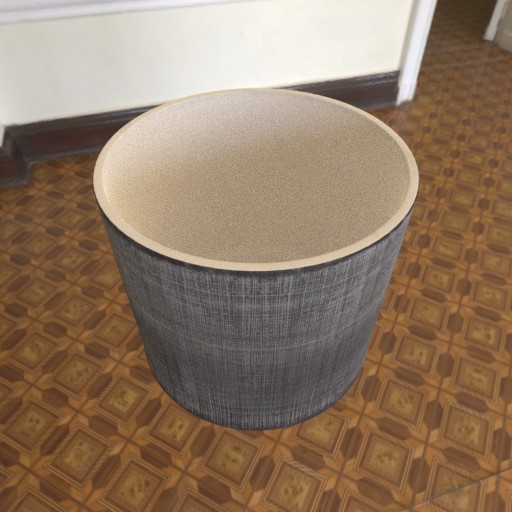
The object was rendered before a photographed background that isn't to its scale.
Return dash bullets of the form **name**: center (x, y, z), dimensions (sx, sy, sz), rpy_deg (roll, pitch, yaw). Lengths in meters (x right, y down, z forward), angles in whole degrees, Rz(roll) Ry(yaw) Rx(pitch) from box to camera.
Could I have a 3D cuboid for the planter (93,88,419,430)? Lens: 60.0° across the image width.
- **planter**: center (0.000, 0.000, 0.304), dimensions (0.178, 0.157, 0.178), rpy_deg (0, 45, 0)
